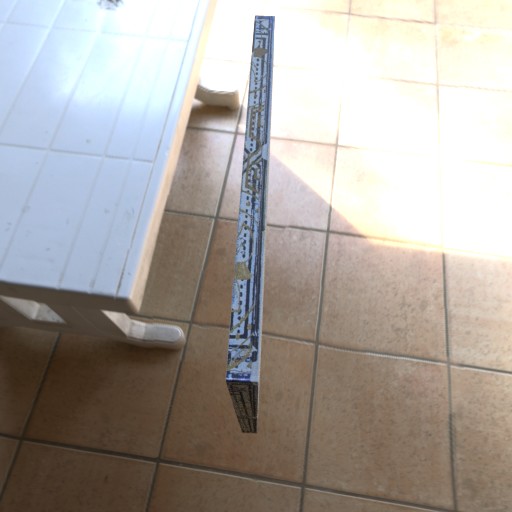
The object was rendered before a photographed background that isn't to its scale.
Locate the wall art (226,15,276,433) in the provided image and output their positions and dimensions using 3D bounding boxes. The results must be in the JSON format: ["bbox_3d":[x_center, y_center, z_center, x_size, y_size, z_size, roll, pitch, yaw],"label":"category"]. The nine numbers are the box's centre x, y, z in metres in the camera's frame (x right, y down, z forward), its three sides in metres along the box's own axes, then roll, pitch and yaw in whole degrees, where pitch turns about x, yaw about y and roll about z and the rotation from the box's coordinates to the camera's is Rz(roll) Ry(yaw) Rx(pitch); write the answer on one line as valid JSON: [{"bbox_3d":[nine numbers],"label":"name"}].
[{"bbox_3d":[0.000,0.000,0.884,0.036,0.607,0.609,3,64,1],"label":"wall art"}]
